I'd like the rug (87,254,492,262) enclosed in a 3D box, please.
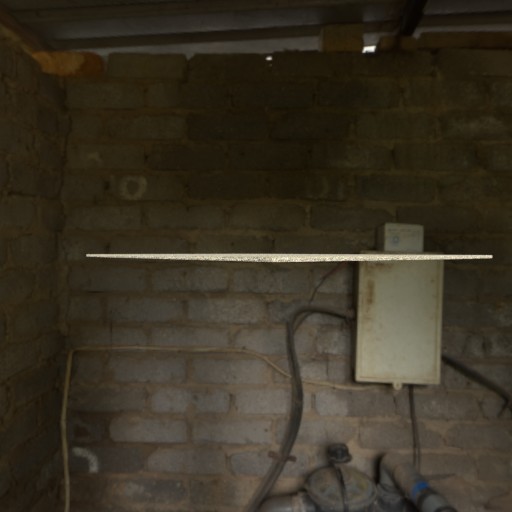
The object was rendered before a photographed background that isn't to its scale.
[{"bbox_3d":[0.000,0.000,2.888,1.532,0.018,2.297,0,1,-36],"label":"rug"}]
